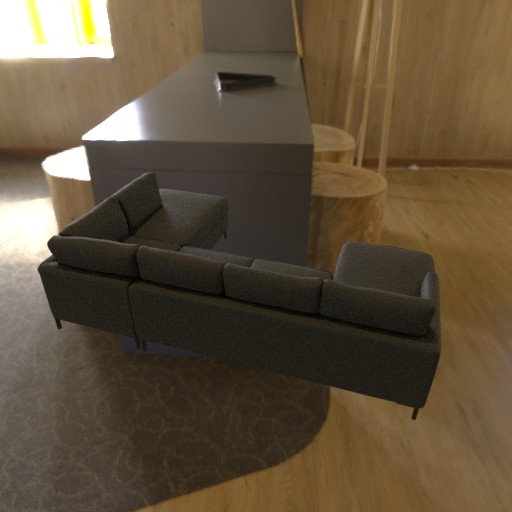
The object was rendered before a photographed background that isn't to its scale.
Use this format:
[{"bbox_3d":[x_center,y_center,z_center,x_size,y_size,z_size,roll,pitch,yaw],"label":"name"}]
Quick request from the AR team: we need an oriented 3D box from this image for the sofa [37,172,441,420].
[{"bbox_3d":[0.000,0.000,3.879,2.975,0.858,1.984,10,33,16],"label":"sofa"}]
